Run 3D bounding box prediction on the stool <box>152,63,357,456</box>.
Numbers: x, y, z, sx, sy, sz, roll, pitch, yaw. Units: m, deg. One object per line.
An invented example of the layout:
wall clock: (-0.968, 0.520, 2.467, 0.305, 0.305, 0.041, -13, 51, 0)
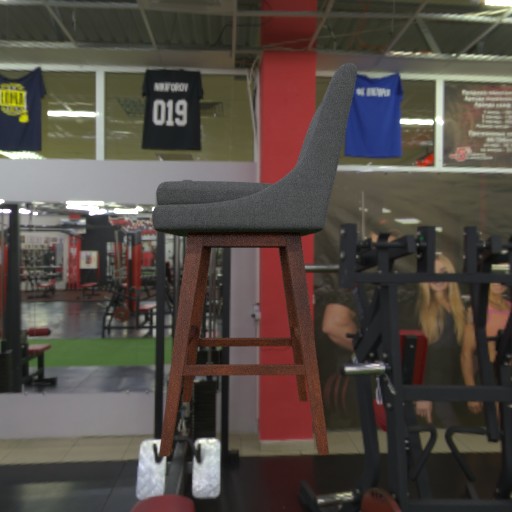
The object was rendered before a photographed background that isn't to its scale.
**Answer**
stool: (0.000, 0.000, 1.296, 0.524, 0.977, 0.447, 0, 0, -1)
